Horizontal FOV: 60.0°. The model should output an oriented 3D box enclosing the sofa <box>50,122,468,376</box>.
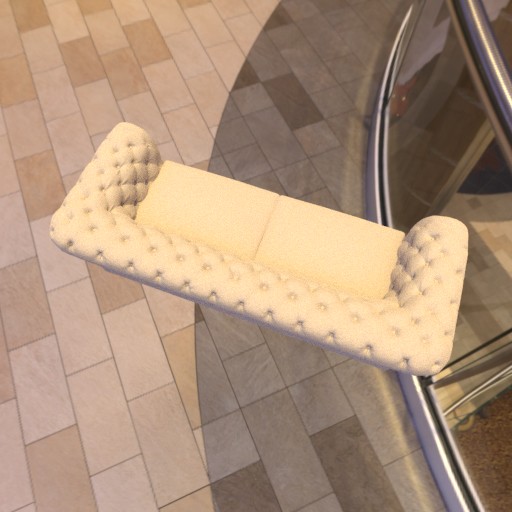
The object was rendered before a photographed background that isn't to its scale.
[{"bbox_3d":[0.000,0.000,3.195,2.694,0.847,1.076,18,65,9],"label":"sofa"}]
